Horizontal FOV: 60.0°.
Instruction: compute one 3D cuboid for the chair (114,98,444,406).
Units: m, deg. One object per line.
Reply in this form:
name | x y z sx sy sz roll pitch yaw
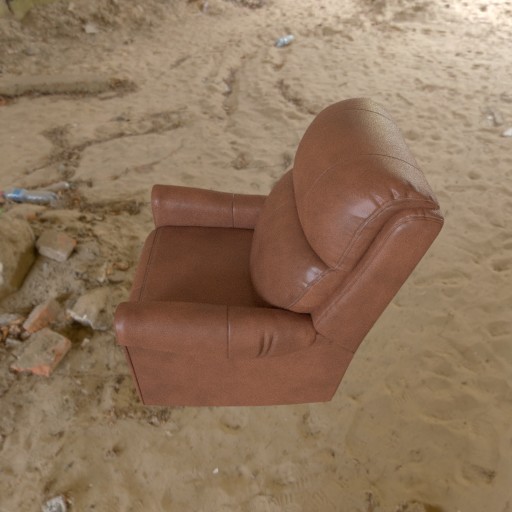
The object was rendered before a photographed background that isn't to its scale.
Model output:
chair | 0.000 0.000 1.739 1.014 1.054 0.838 0 42 0
